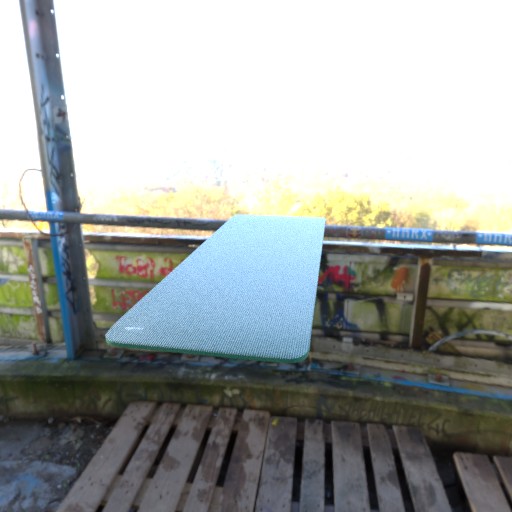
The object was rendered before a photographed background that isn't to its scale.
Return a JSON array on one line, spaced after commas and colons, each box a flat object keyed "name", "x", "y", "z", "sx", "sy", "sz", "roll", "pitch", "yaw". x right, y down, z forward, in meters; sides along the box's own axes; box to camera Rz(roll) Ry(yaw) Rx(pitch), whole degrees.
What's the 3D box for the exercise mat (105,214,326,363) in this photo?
[{"name": "exercise mat", "x": 0.000, "y": 0.000, "z": 2.126, "sx": 0.616, "sy": 0.021, "sz": 1.869, "roll": 3, "pitch": 17, "yaw": 10}]
